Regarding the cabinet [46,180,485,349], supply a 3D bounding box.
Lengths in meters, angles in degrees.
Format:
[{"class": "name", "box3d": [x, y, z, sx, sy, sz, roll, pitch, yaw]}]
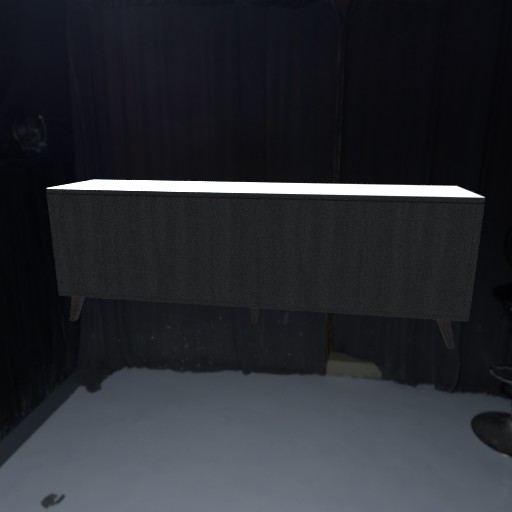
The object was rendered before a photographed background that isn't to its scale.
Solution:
[{"class": "cabinet", "box3d": [0.000, 0.000, 2.527, 2.198, 0.779, 0.499, 3, 15, 9]}]
